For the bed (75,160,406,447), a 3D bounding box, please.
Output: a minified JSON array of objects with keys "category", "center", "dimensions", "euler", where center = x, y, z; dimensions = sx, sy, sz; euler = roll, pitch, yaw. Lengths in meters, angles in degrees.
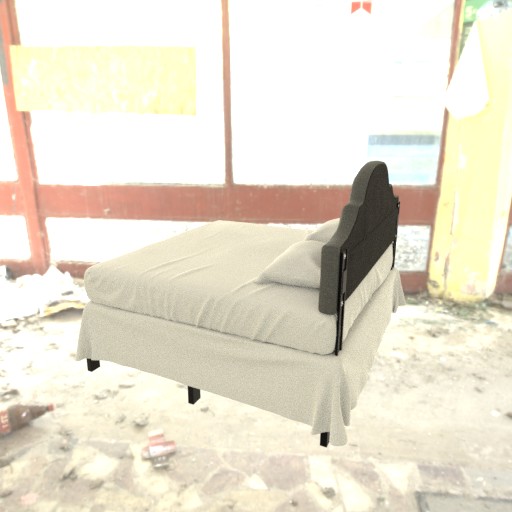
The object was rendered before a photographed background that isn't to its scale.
[{"category":"bed","center":[0.000,0.000,3.728],"dimensions":[2.222,1.631,2.303],"euler":[8,18,25]}]
